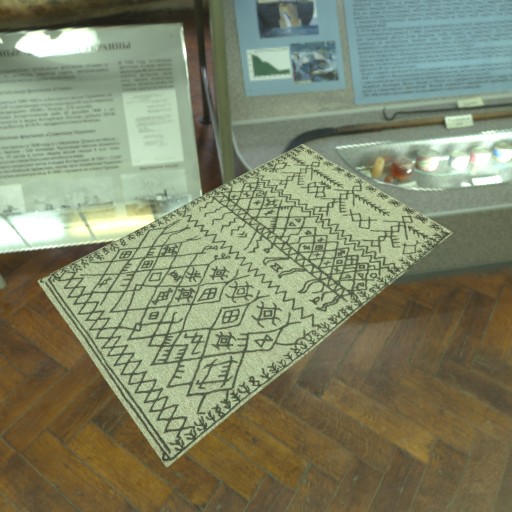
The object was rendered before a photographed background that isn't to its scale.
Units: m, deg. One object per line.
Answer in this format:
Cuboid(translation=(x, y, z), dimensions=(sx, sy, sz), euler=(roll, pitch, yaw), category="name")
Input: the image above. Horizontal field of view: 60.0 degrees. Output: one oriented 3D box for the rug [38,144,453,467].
Cuboid(translation=(0.000, 0.000, 4.758), dimensions=(3.824, 0.019, 2.393), euler=(-32, 55, -27), category="rug")
